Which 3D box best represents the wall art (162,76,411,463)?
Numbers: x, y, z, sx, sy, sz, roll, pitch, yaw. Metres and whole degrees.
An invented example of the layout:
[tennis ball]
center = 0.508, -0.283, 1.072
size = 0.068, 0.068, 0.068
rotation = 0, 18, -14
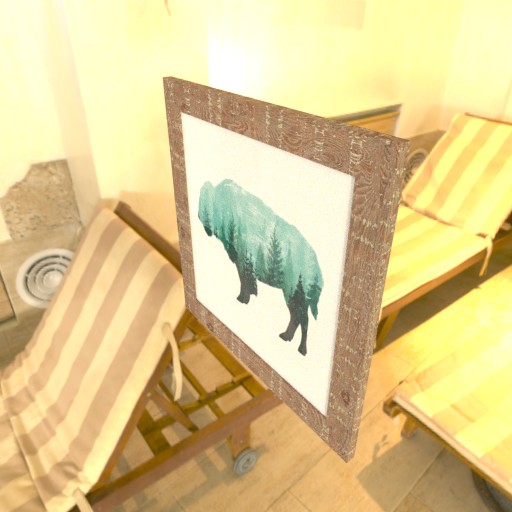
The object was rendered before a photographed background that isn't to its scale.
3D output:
[wall art]
center = 0.000, 0.000, 0.560
size = 0.022, 0.380, 0.380
rotation = -21, 37, -31
